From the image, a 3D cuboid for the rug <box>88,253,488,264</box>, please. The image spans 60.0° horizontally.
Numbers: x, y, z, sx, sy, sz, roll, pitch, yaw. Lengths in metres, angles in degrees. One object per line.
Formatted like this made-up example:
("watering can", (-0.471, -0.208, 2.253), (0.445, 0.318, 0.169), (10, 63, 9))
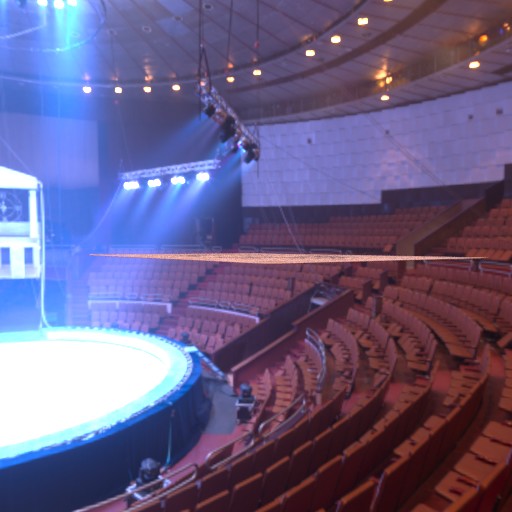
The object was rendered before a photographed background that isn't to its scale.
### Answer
("rug", (0.000, 0.000, 2.321), (1.223, 0.008, 1.813), (-1, 1, -36))
